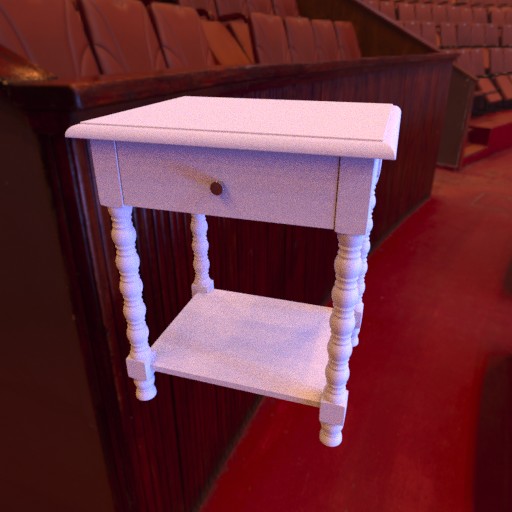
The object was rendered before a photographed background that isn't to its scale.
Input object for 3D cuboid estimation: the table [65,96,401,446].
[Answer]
[{"bbox_3d":[0.000,0.000,0.850,0.460,0.531,0.381,8,27,16],"label":"table"}]
